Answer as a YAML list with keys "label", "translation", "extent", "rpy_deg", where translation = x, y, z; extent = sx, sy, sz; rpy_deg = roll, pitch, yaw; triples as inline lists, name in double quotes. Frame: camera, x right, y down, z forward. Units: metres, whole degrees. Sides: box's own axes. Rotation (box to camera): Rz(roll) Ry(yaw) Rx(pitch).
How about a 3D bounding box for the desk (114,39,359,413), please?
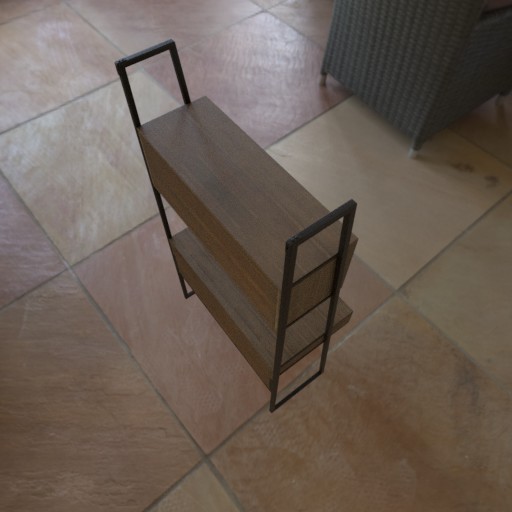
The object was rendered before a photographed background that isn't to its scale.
- label: "desk"
  translation: [0.000, 0.000, 2.192]
  extent: [0.515, 1.809, 0.982]
  rpy_deg: [-32, 63, -19]
